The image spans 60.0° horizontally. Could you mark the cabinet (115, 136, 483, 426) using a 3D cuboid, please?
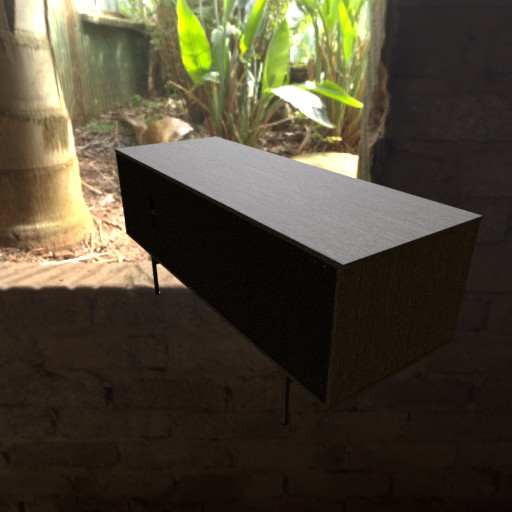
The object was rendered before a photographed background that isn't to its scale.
[{"bbox_3d":[0.000,0.000,1.581,0.500,0.599,1.300,-16,30,-31],"label":"cabinet"}]
